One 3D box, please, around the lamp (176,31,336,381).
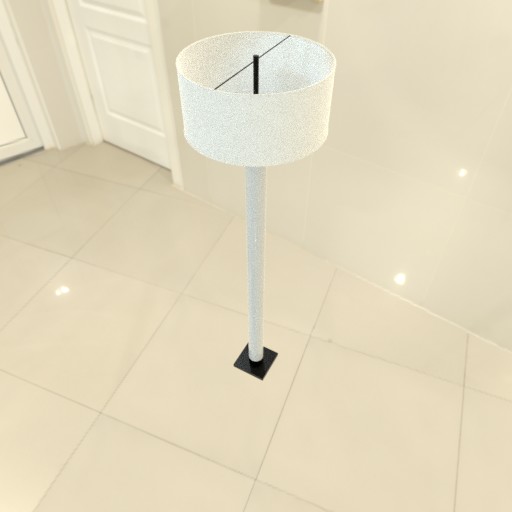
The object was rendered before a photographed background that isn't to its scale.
[{"bbox_3d":[0.000,0.000,1.674,0.420,1.475,0.420,21,49,20],"label":"lamp"}]
